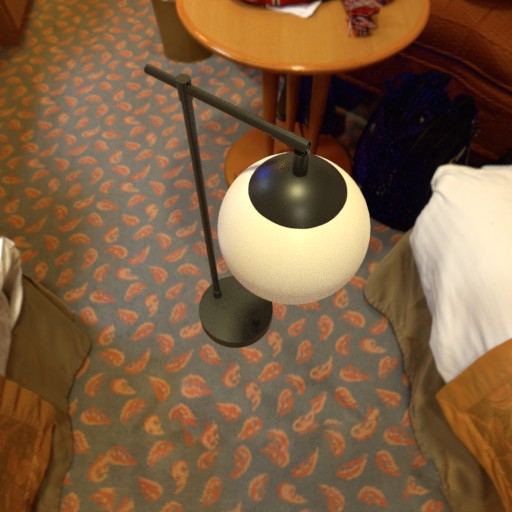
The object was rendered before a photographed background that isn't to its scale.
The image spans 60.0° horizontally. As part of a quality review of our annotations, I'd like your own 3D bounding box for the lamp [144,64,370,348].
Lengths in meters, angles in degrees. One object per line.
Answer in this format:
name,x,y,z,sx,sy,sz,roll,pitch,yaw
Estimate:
lamp,0.000,0.000,0.701,0.316,0.559,0.197,31,63,18
